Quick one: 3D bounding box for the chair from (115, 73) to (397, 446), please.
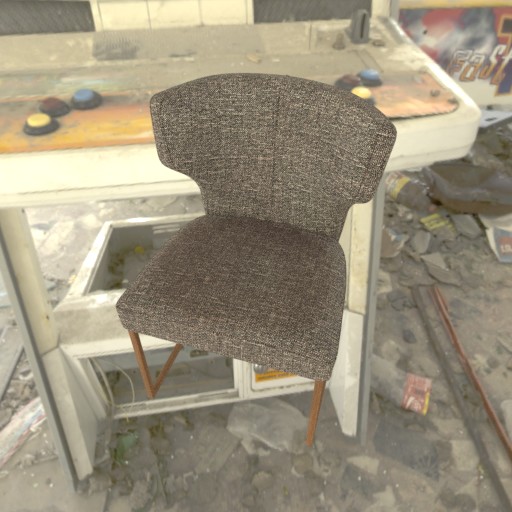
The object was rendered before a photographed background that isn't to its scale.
[{"bbox_3d":[0.000,0.000,1.255,0.611,0.824,0.617,12,43,13],"label":"chair"}]
